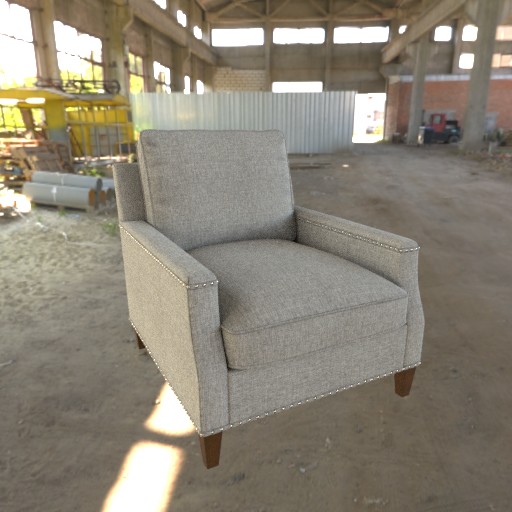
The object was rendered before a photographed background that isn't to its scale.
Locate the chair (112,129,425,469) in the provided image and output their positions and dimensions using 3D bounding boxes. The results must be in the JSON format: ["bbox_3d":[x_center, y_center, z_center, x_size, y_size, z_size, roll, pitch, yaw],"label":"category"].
[{"bbox_3d":[0.000,0.000,1.717,0.853,0.943,1.014,-8,18,-27],"label":"chair"}]
